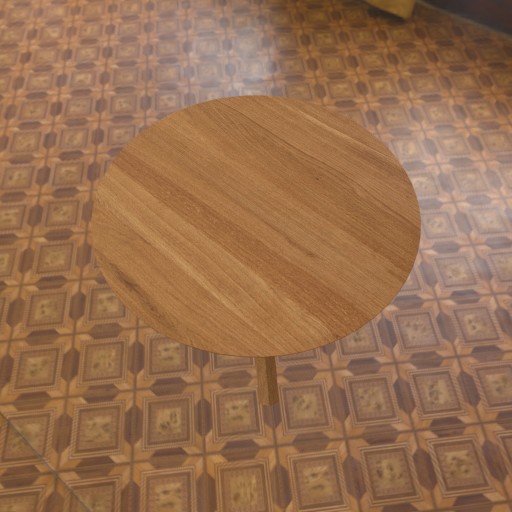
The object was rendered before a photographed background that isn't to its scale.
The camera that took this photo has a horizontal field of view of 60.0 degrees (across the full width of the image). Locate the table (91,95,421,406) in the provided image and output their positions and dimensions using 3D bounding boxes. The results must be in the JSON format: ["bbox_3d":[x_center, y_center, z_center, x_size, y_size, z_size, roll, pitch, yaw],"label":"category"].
[{"bbox_3d":[0.000,0.000,1.701,1.038,0.666,1.038,0,58,0],"label":"table"}]
